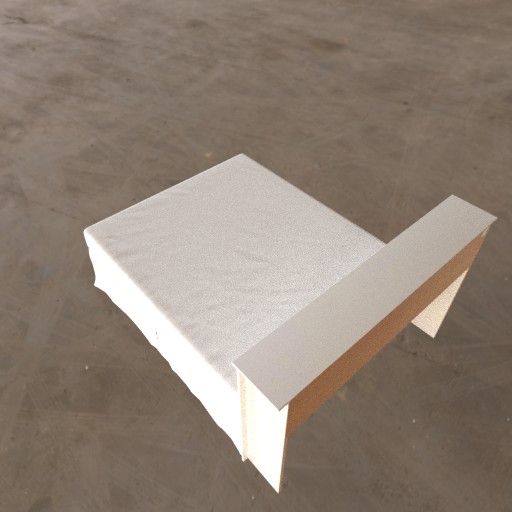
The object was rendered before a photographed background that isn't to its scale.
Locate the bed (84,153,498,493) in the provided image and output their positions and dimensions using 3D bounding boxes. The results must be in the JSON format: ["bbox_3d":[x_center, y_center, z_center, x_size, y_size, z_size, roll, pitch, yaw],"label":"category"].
[{"bbox_3d":[0.000,0.000,3.000,1.671,1.092,2.133,-32,54,-28],"label":"bed"}]
